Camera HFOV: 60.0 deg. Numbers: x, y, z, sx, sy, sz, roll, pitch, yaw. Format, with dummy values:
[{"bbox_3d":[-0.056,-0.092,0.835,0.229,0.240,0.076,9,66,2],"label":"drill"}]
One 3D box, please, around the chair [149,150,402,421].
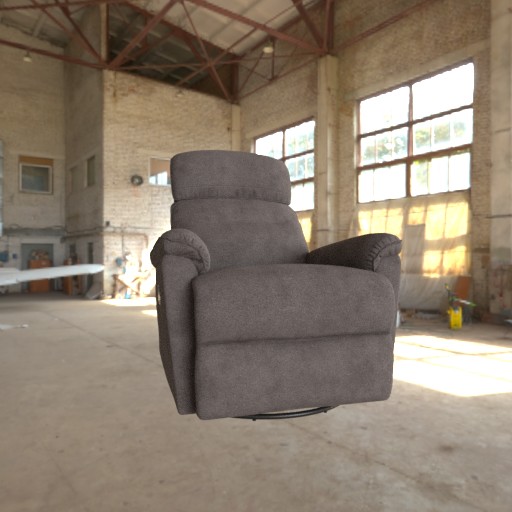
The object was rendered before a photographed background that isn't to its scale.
[{"bbox_3d":[0.000,0.000,1.786,0.830,1.036,1.009,0,0,-17],"label":"chair"}]
